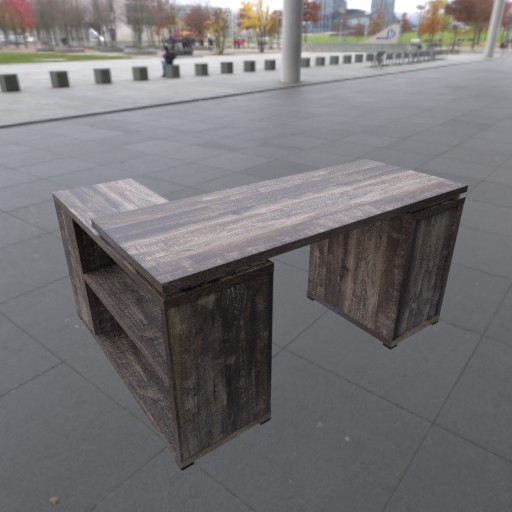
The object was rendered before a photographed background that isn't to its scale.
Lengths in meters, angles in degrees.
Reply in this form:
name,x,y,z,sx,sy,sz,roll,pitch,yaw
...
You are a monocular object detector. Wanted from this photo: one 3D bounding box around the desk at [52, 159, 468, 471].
name,x,y,z,sx,sy,sz,roll,pitch,yaw
desk,0.000,0.000,2.217,1.524,0.753,1.200,-18,31,-32
